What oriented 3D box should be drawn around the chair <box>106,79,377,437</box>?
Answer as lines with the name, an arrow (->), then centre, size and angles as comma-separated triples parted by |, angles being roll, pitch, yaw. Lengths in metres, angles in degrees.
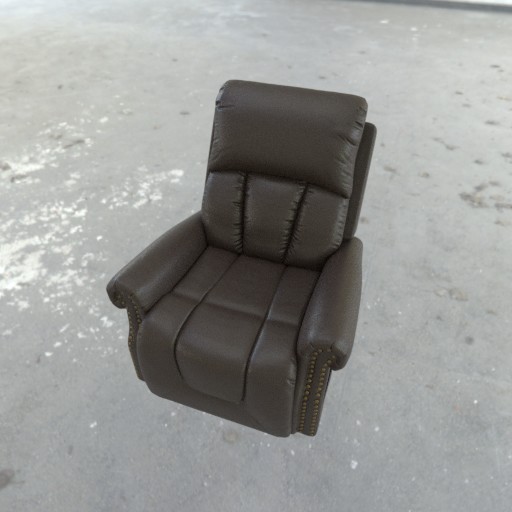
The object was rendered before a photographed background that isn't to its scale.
chair -> 0.000, 0.000, 1.730 | 0.869, 1.028, 0.978 | 13, 43, 15
